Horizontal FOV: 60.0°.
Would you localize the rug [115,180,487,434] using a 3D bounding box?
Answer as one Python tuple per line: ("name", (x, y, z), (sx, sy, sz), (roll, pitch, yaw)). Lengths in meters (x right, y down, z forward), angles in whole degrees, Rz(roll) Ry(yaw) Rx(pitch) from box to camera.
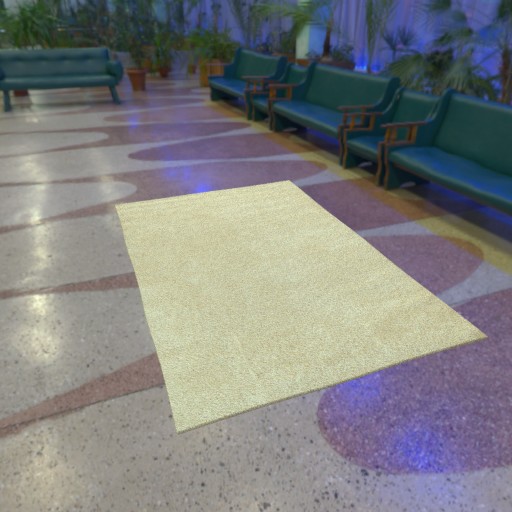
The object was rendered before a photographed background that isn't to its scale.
("rug", (0.000, 0.000, 3.350), (1.800, 0.025, 2.699), (-11, 32, -18))
